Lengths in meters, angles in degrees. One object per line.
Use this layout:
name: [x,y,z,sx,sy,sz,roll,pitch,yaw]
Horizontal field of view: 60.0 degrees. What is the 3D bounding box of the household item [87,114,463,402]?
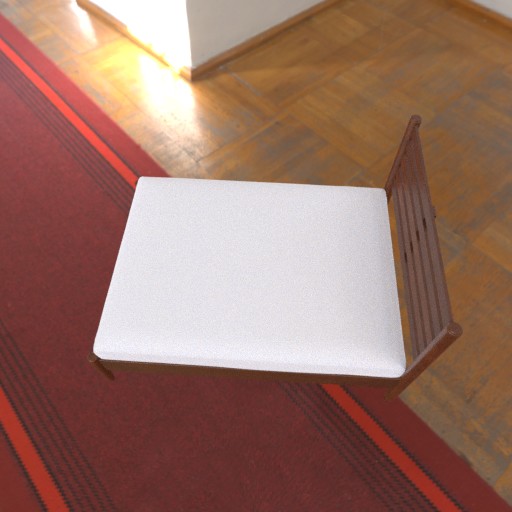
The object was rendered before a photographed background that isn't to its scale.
household item: [0.000,0.000,3.294,2.232,1.356,1.663,3,58,2]
